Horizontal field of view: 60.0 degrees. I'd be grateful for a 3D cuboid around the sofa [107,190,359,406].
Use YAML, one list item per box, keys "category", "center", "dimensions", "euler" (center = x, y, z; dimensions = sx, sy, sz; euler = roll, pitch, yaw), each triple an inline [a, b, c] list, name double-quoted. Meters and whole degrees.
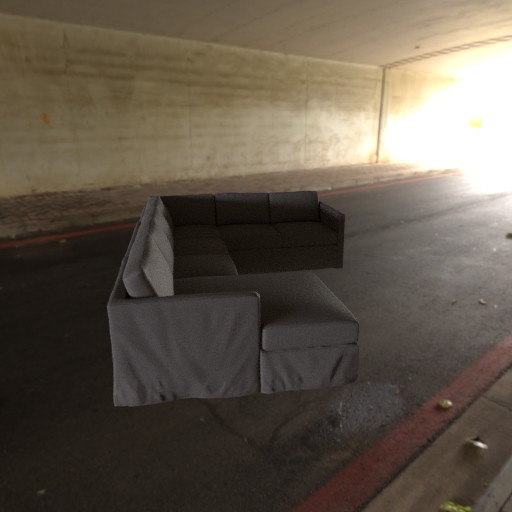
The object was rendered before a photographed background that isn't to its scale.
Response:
- category: "sofa"
  center: [0.000, 0.000, 4.516]
  dimensions: [2.476, 0.878, 3.528]
  euler: [-3, 17, -10]
